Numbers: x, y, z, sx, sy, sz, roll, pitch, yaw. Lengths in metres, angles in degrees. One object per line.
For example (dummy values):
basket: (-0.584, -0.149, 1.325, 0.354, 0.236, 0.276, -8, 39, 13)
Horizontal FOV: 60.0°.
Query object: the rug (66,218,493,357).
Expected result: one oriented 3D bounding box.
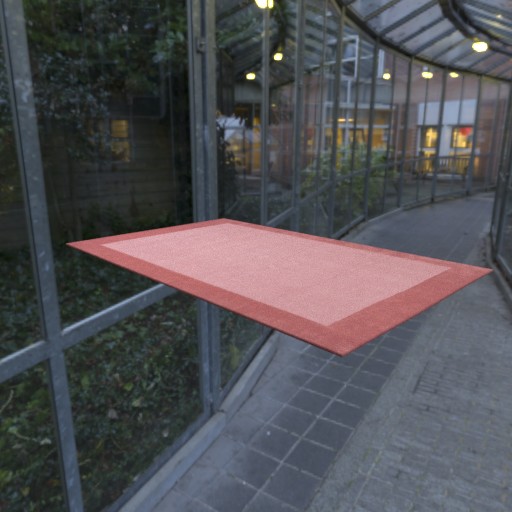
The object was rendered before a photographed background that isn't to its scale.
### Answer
rug: (0.000, 0.000, 2.933, 1.524, 0.014, 2.438, -14, 20, -43)
